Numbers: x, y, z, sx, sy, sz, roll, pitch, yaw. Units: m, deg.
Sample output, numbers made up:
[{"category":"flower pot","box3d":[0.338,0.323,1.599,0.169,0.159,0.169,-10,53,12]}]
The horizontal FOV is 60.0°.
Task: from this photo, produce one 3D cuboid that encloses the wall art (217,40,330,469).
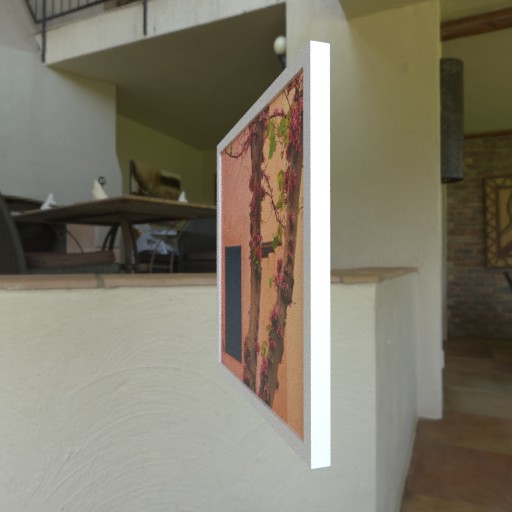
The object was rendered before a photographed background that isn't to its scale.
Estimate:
[{"category":"wall art","box3d":[0.000,0.000,1.157,0.038,0.762,0.762,0,-1,-18]}]
